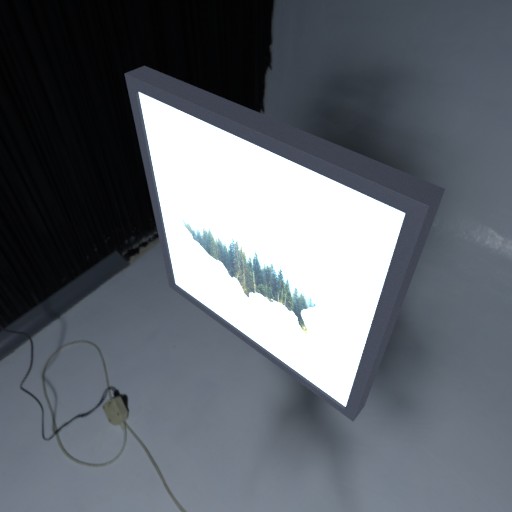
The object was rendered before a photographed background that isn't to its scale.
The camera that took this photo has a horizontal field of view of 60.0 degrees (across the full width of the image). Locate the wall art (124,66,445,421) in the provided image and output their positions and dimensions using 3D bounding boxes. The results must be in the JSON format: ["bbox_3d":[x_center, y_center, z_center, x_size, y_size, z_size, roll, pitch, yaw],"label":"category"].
[{"bbox_3d":[0.000,0.000,0.769,0.509,0.509,0.040,31,53,27],"label":"wall art"}]
